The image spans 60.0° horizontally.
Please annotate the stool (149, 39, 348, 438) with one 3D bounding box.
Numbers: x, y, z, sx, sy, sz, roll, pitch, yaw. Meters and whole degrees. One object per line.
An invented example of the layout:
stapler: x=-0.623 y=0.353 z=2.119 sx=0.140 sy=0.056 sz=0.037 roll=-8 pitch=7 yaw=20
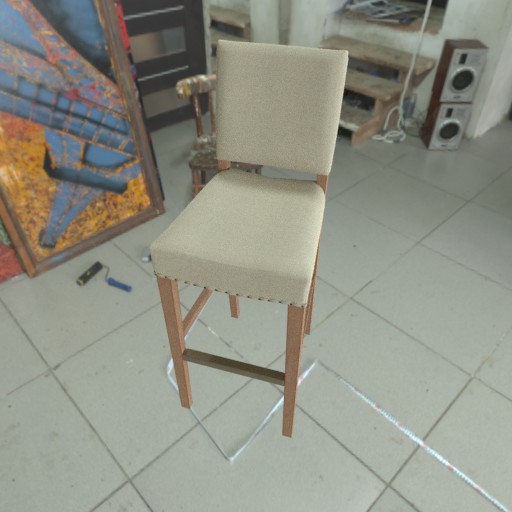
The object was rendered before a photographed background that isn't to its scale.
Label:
stool: x=0.000 y=0.000 z=1.420 sx=0.428 sy=1.143 sz=0.546 roll=11 pitch=42 yaw=13
